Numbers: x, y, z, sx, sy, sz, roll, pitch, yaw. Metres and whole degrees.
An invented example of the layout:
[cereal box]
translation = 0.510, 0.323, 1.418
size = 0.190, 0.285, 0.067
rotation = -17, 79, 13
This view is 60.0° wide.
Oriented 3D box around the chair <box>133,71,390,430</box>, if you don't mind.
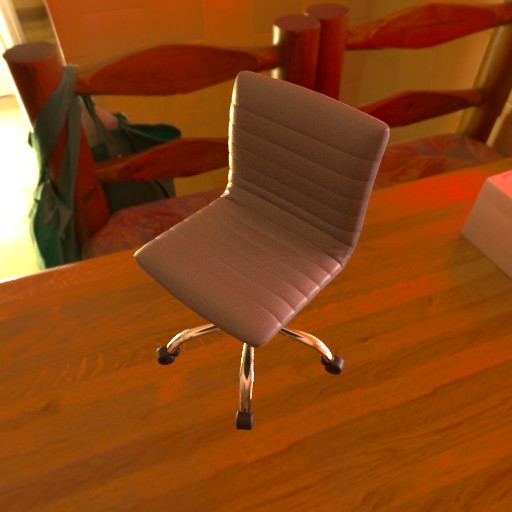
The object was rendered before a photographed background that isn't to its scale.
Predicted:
[chair]
translation = 0.000, 0.000, 1.143
size = 0.569, 0.750, 0.542
rotation = 31, 54, 26
